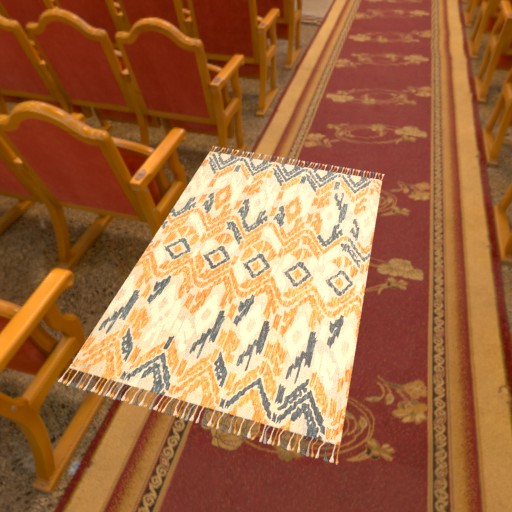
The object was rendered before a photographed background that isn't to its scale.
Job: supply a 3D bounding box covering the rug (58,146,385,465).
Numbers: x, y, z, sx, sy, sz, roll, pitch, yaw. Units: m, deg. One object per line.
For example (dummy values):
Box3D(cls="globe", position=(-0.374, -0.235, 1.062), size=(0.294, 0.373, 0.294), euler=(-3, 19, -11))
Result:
Box3D(cls="rug", position=(0.000, 0.000, 3.054), size=(1.533, 0.010, 2.428), euler=(12, 47, 11))
